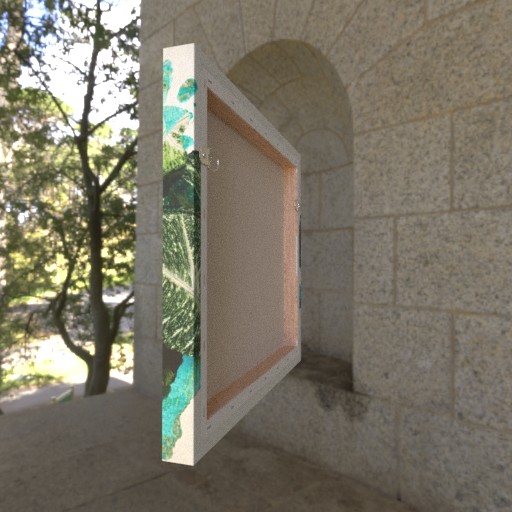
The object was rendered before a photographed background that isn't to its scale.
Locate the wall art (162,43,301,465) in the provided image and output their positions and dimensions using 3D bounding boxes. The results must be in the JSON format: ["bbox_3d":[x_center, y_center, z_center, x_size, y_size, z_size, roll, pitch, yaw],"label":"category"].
[{"bbox_3d":[0.000,0.000,0.701,0.041,0.435,0.507,0,-1,18],"label":"wall art"}]
